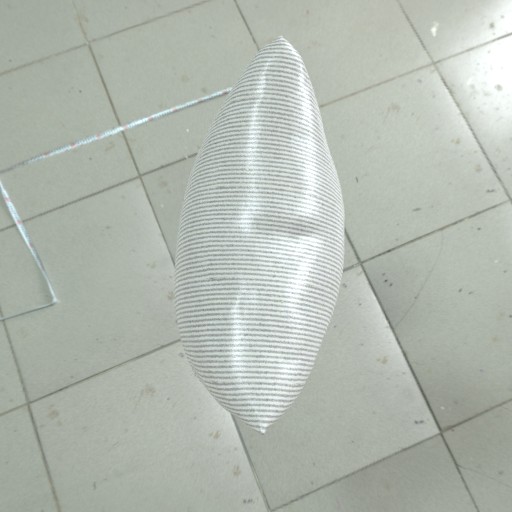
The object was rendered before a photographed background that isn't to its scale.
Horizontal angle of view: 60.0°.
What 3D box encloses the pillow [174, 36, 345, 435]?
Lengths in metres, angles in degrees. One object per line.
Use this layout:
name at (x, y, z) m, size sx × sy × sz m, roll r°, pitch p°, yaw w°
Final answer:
pillow at (0.000, 0.000, 0.679) m, size 0.310 × 0.432 × 0.387 m, roll 37°, pitch 80°, yaw 7°
